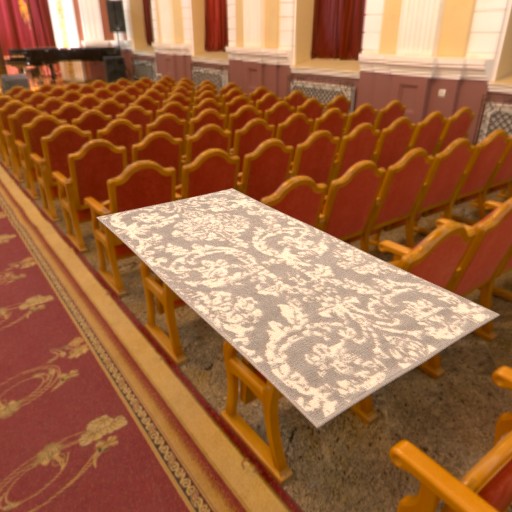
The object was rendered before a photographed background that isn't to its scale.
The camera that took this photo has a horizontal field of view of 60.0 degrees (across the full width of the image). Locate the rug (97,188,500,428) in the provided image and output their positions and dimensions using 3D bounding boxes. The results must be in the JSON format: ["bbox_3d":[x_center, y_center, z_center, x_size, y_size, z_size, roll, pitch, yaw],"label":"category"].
[{"bbox_3d":[0.000,0.000,1.376,0.604,0.007,1.219,-18,32,-31],"label":"rug"}]
